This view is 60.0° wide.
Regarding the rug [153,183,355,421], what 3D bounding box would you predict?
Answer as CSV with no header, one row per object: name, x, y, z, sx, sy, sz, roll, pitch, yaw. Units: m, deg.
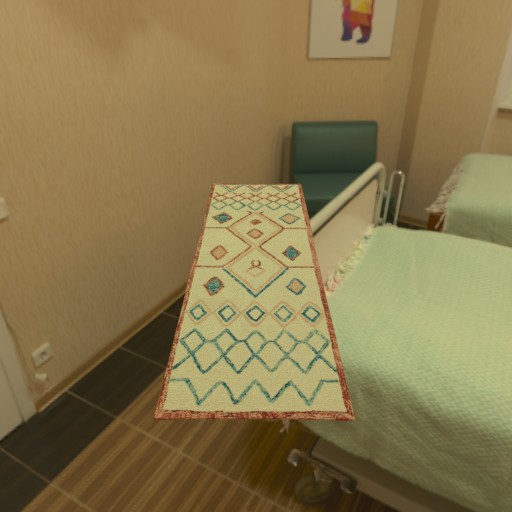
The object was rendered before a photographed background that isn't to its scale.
rug,0.000,0.000,2.698,0.750,0.011,2.435,0,30,0
